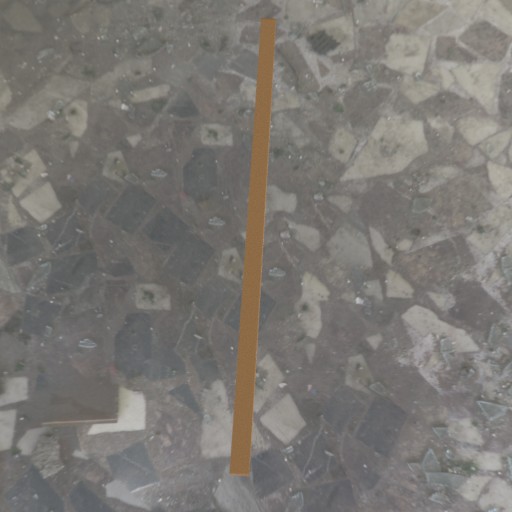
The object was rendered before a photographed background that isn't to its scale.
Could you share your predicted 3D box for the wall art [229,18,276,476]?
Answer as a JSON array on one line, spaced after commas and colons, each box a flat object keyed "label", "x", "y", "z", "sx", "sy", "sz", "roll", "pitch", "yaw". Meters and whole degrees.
[{"label": "wall art", "x": 0.000, "y": 0.000, "z": 1.145, "sx": 0.033, "sy": 0.608, "sz": 0.915, "roll": 3, "pitch": 75, "yaw": 1}]
